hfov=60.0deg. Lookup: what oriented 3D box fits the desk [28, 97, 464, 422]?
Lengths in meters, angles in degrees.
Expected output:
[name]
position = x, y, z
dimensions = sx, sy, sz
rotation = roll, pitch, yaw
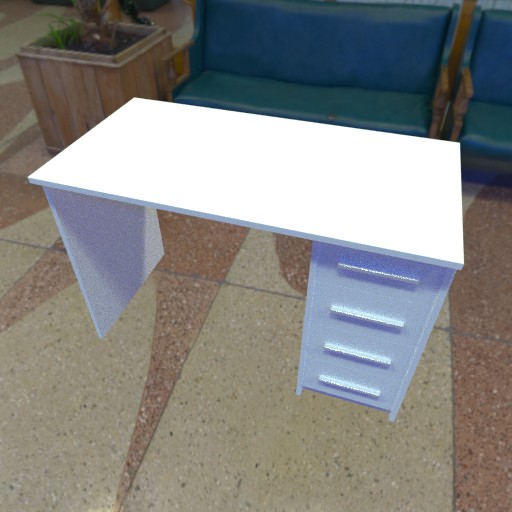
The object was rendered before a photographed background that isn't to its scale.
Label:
[desk]
position = 0.000, 0.000, 1.490
dimensions = 1.096, 0.730, 0.560
rotation = 12, 43, 13
